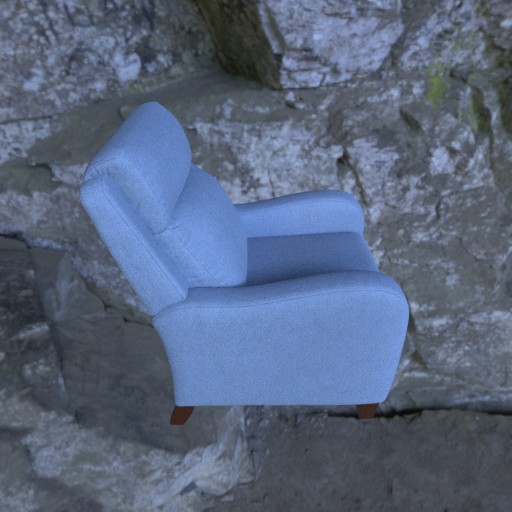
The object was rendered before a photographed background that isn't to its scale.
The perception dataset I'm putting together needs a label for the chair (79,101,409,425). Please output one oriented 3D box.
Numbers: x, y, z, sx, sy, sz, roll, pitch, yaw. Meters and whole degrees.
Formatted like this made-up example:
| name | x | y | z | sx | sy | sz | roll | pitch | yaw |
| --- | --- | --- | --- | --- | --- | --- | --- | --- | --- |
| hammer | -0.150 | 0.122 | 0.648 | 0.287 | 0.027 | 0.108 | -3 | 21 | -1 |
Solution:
| name | x | y | z | sx | sy | sz | roll | pitch | yaw |
| --- | --- | --- | --- | --- | --- | --- | --- | --- | --- |
| chair | 0.000 | 0.000 | 1.724 | 0.988 | 1.067 | 0.785 | -1 | 32 | -1 |
